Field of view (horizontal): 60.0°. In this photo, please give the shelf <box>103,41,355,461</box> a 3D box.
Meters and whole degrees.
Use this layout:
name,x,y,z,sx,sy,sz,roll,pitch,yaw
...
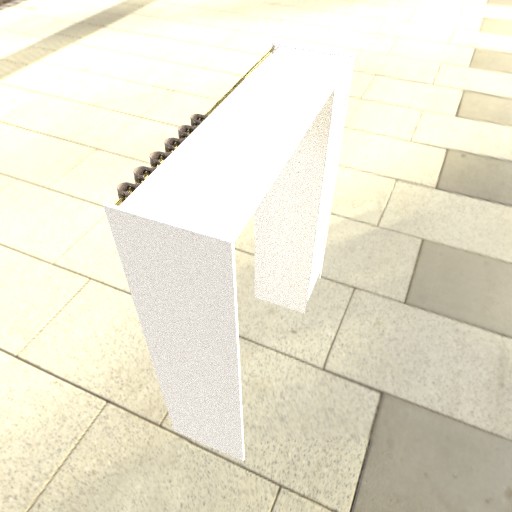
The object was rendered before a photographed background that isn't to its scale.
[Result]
name,x,y,z,sx,sy,sz,roll,pitch,yaw
shelf,0.000,0.000,2.597,0.500,1.820,1.600,16,48,16
